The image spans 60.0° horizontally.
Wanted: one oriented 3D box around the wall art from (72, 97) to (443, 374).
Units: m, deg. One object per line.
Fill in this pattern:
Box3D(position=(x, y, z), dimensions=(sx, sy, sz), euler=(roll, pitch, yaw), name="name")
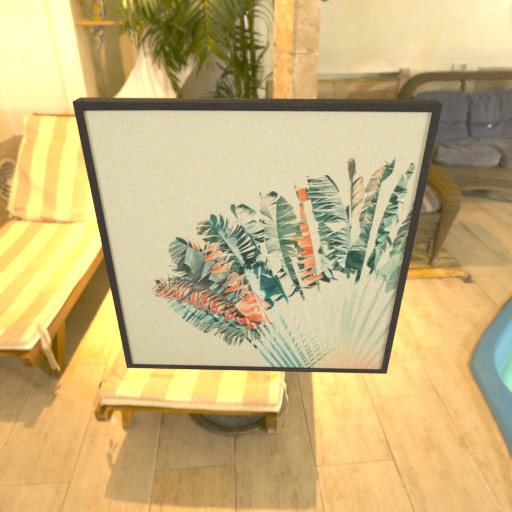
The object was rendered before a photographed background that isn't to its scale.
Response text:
Box3D(position=(0.000, 0.000, 1.124), dimensions=(0.762, 0.758, 0.043), euler=(1, 31, 1), name="wall art")
